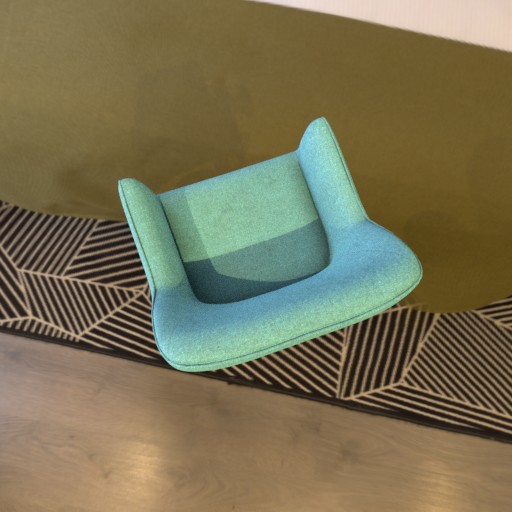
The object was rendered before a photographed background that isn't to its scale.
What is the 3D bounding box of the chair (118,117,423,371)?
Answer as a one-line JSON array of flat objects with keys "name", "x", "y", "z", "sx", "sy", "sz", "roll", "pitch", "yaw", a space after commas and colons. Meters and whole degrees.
[{"name": "chair", "x": 0.000, "y": 0.000, "z": 1.169, "sx": 0.543, "sy": 0.803, "sz": 0.519, "roll": -18, "pitch": 76, "yaw": -5}]
